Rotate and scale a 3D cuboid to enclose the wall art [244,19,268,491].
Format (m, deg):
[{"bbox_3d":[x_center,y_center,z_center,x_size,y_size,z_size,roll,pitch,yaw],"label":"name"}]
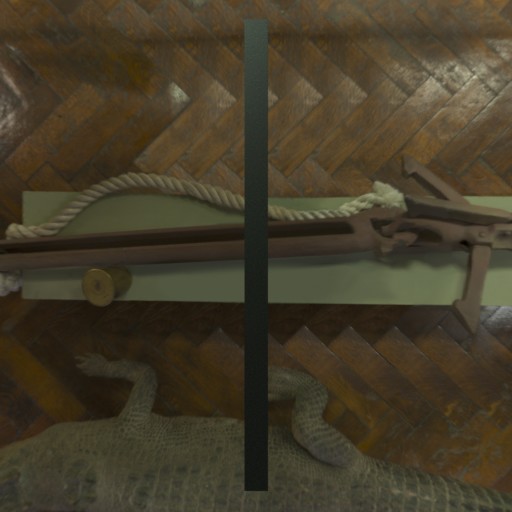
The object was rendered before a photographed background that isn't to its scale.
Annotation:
[{"bbox_3d":[0.000,0.000,1.096,0.038,0.762,0.762,0,90,0],"label":"wall art"}]
